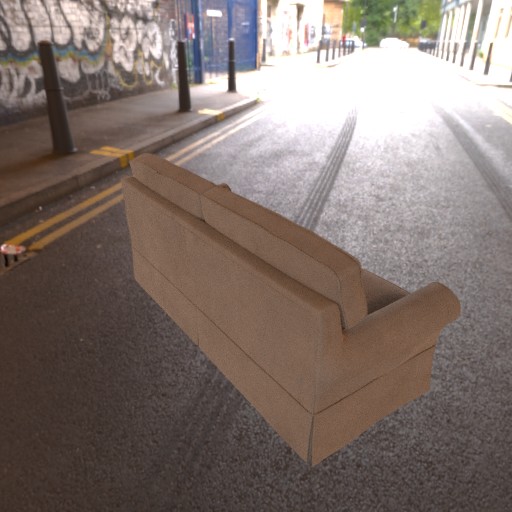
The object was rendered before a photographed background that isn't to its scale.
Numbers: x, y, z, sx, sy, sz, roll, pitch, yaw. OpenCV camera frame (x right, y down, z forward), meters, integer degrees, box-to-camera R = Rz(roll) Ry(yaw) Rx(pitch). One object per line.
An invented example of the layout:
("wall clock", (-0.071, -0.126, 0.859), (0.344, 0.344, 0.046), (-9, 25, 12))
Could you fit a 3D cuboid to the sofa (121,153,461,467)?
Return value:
("sofa", (0.000, 0.000, 2.752), (0.900, 1.014, 2.246), (-17, 31, -31))
